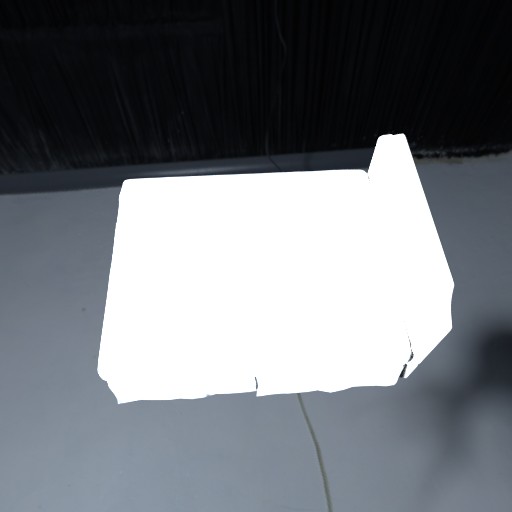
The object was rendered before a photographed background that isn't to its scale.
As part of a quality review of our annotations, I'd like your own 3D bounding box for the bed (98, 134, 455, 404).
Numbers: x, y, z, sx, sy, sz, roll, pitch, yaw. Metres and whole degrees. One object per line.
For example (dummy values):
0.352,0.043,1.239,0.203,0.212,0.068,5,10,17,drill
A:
0.000,0.000,3.693,2.498,1.293,1.977,-3,58,-2,bed
